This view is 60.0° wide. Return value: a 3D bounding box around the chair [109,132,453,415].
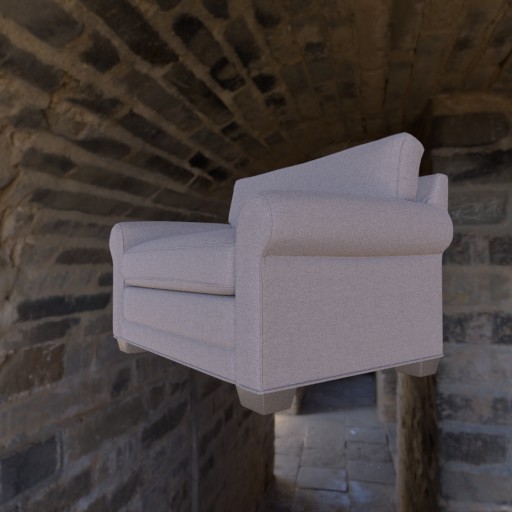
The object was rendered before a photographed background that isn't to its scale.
[{"bbox_3d":[0.000,0.000,1.971,0.930,0.930,1.390,1,-2,-36],"label":"chair"}]
